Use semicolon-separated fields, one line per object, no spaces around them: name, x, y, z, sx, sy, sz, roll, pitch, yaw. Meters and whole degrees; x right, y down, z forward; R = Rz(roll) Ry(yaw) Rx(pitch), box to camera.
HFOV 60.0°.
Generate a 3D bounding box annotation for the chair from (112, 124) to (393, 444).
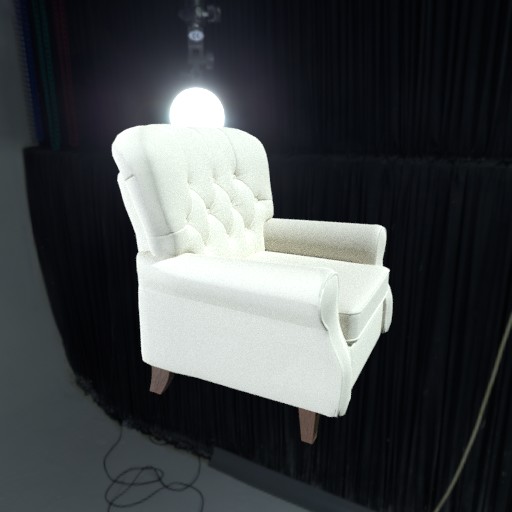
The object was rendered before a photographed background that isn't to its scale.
chair;0.000;0.000;2.042;1.132;1.169;1.035;8;18;26
